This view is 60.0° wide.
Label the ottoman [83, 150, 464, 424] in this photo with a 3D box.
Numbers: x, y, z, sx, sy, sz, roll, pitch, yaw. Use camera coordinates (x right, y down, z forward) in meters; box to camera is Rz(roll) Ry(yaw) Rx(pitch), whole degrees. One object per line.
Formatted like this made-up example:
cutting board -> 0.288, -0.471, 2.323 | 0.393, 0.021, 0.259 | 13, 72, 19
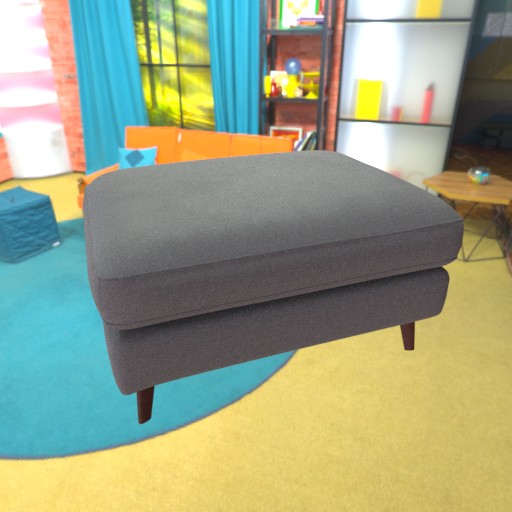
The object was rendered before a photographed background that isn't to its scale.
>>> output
ottoman -> 0.000, 0.000, 1.163 | 0.811, 0.449, 0.608 | -10, 28, -18
